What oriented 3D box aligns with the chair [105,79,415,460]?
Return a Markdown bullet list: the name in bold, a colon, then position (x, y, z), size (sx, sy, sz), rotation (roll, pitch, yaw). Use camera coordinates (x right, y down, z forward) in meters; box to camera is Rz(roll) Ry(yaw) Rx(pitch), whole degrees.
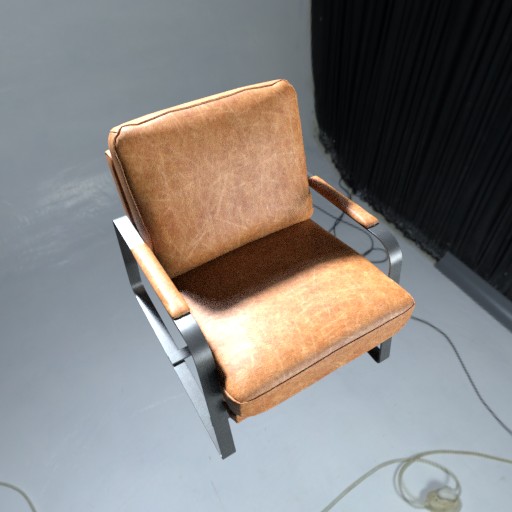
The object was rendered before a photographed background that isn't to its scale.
- **chair**: position (0.000, 0.000, 1.331), size (0.651, 0.777, 0.801), rotation (-24, 52, -21)
